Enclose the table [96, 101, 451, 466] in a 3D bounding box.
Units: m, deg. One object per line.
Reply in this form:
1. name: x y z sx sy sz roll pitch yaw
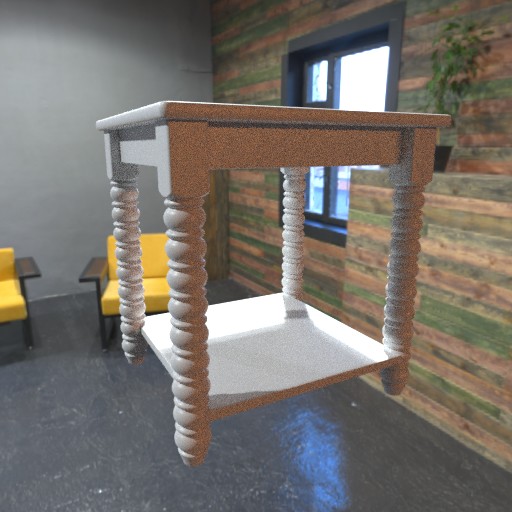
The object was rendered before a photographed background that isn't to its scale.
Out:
1. table: 0.000 0.000 0.947 0.533 0.563 0.500 -7 16 -27
